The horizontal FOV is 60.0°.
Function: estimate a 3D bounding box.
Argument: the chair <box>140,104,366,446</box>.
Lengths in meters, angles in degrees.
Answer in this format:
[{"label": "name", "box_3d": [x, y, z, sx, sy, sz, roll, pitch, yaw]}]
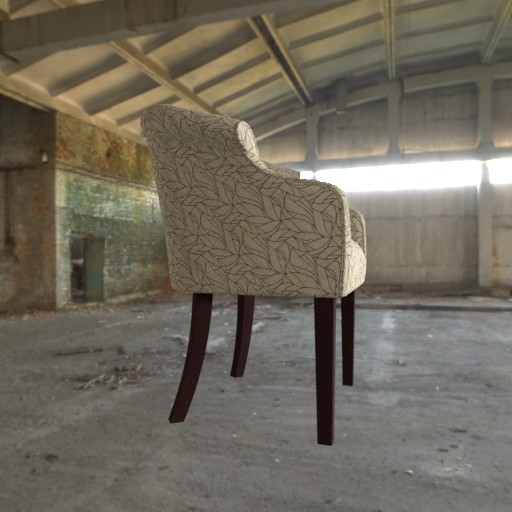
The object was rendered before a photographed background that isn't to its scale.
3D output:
[{"label": "chair", "box_3d": [0.000, 0.000, 1.325, 0.613, 0.858, 0.686, 0, 0, 18]}]
